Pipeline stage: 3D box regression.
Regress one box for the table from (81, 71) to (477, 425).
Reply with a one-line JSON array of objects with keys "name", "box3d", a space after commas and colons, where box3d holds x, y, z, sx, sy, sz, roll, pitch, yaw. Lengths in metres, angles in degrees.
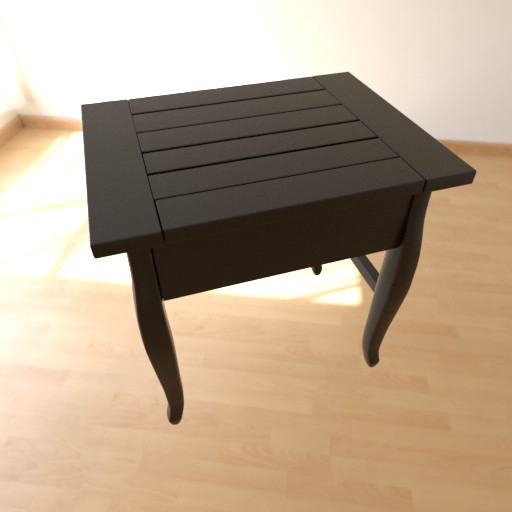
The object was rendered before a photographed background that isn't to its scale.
[{"name": "table", "box3d": [0.000, 0.000, 1.009, 0.602, 0.604, 0.460, -12, 44, -13]}]
